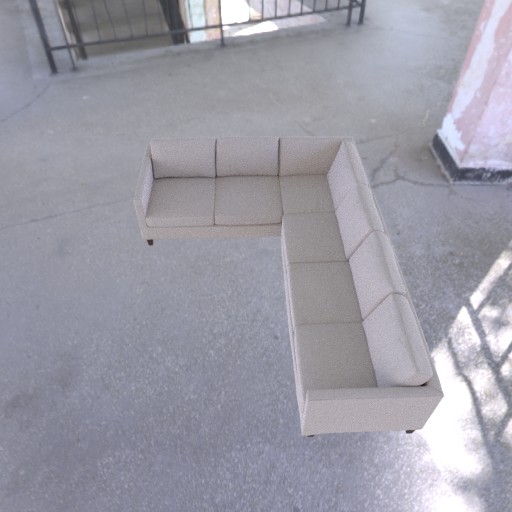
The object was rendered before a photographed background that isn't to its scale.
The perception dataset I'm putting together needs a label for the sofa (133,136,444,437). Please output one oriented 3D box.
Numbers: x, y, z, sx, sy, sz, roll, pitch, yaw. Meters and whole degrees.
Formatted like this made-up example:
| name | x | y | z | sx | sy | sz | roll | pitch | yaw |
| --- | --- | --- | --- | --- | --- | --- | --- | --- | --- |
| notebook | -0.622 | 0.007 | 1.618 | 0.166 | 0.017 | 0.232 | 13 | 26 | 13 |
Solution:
| name | x | y | z | sx | sy | sz | roll | pitch | yaw |
| --- | --- | --- | --- | --- | --- | --- | --- | --- | --- |
| sofa | 0.000 | 0.000 | 4.203 | 2.432 | 0.863 | 3.182 | -1 | 46 | -1 |
